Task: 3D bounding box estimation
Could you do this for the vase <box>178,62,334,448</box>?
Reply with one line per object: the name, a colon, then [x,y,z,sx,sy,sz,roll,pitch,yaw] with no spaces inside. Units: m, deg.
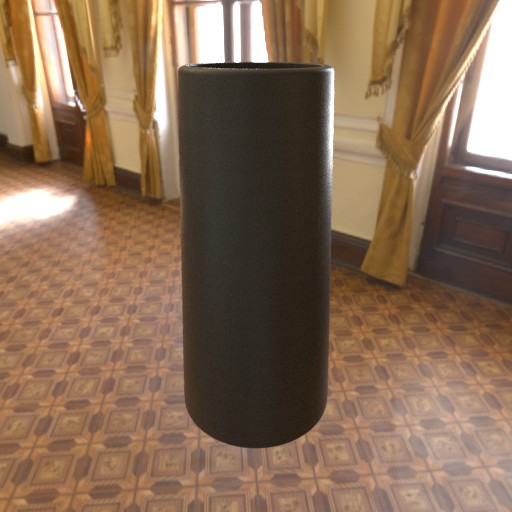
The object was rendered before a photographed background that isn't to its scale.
vase: [0.000,0.000,0.365,0.136,0.289,0.136,-18,31,-32]
